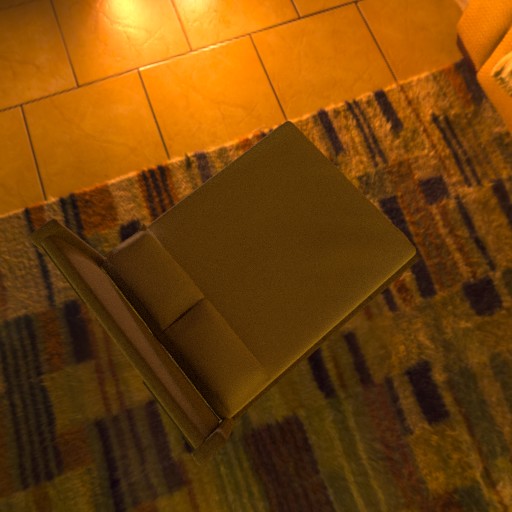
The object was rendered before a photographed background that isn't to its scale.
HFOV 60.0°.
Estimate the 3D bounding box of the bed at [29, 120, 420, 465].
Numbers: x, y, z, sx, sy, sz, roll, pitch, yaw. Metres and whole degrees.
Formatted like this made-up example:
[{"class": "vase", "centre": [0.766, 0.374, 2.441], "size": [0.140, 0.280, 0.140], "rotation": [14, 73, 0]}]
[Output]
[{"class": "bed", "centre": [0.000, 0.000, 3.449], "size": [2.245, 1.481, 1.714], "rotation": [-39, 78, -10]}]
